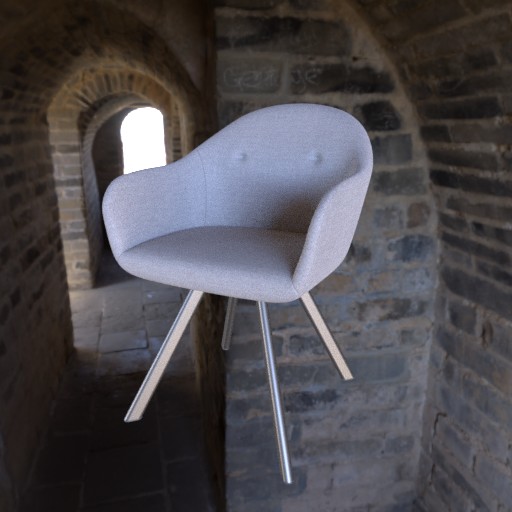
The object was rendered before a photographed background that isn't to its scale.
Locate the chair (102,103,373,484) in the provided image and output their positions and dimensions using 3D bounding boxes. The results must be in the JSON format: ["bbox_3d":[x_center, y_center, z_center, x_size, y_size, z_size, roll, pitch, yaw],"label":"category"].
[{"bbox_3d":[0.000,0.000,1.153,0.540,0.780,0.570,8,17,27],"label":"chair"}]
